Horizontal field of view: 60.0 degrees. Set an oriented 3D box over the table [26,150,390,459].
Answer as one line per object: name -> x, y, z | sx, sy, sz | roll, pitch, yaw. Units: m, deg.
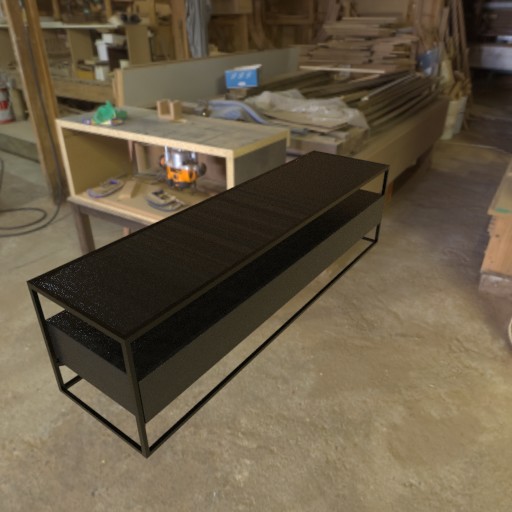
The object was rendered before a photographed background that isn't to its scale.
table -> 0.000, 0.000, 1.670 | 0.399, 0.395, 1.486 | 20, 35, 31
